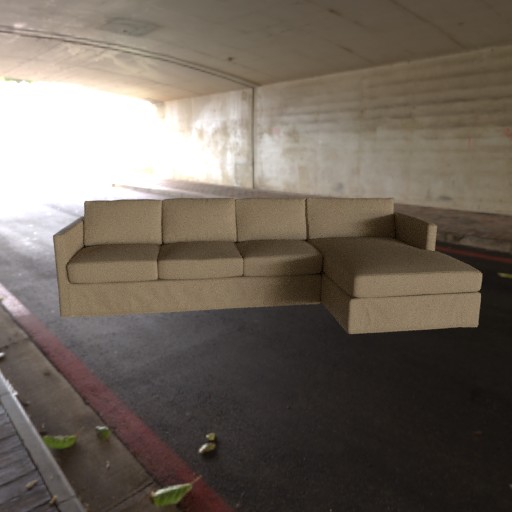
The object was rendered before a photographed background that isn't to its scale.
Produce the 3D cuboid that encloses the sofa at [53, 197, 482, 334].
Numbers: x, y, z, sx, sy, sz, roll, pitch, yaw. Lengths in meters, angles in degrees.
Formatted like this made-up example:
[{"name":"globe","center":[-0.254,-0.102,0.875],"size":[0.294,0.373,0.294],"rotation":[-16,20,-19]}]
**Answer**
[{"name":"sofa","center":[0.000,0.000,3.783],"size":[3.206,0.871,1.622],"rotation":[-2,14,-8]}]
